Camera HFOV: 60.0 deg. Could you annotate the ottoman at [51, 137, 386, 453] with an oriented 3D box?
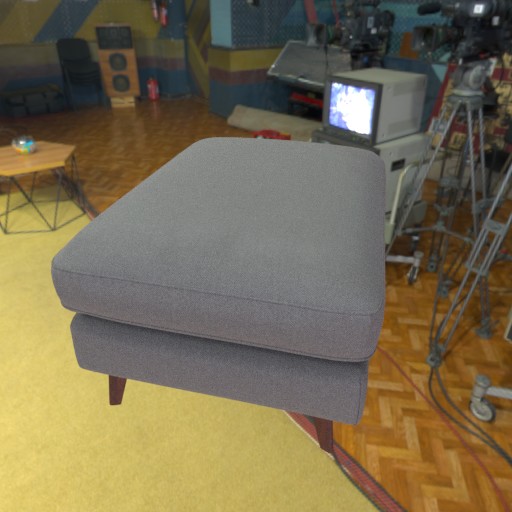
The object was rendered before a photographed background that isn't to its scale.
[{"bbox_3d":[0.000,0.000,1.129,0.608,0.449,0.811,7,31,12],"label":"ottoman"}]
